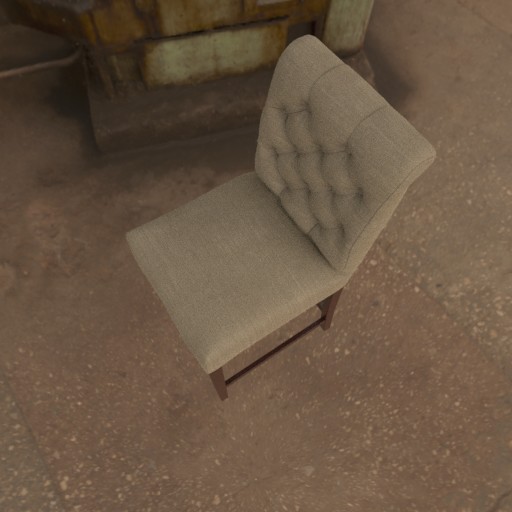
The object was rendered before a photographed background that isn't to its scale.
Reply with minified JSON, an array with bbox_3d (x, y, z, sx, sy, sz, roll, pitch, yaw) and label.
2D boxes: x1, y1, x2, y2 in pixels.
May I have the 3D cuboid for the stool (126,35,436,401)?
[{"bbox_3d":[0.000,0.000,1.420,0.660,1.084,0.486,-31,67,-14],"label":"stool"}]
